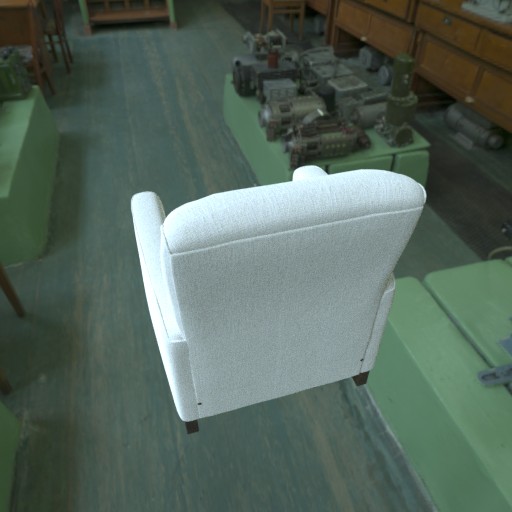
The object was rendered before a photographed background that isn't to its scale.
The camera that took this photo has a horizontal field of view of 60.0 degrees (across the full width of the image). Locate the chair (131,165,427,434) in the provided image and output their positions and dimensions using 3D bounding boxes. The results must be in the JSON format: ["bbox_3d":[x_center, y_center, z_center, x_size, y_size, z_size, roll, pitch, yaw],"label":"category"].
[{"bbox_3d":[0.000,0.000,1.662,0.841,1.028,0.858,-12,42,-13],"label":"chair"}]
